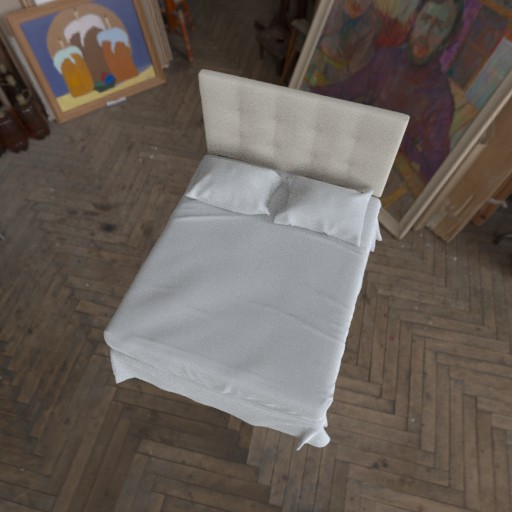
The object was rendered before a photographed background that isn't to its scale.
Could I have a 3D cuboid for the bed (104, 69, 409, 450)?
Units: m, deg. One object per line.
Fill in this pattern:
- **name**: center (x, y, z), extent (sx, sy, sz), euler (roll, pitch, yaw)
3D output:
- **bed**: center (0.000, 0.000, 3.451), extent (1.936, 1.577, 2.222), euler (17, 59, 10)
